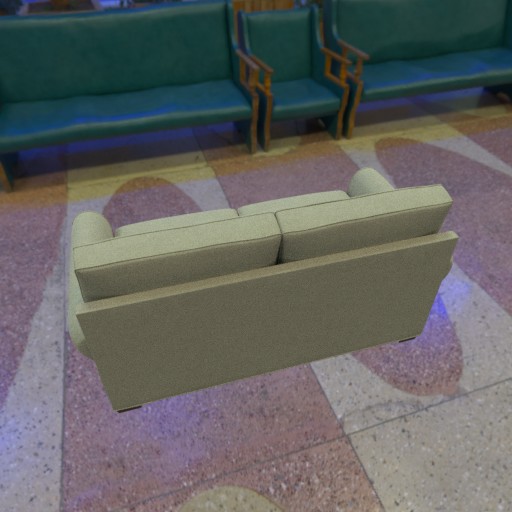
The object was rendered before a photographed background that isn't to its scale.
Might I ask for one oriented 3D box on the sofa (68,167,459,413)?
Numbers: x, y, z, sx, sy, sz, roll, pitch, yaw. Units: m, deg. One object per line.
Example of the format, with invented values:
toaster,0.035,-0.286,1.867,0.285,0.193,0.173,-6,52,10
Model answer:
sofa,0.000,0.000,2.266,1.774,0.933,0.861,-11,43,-12
